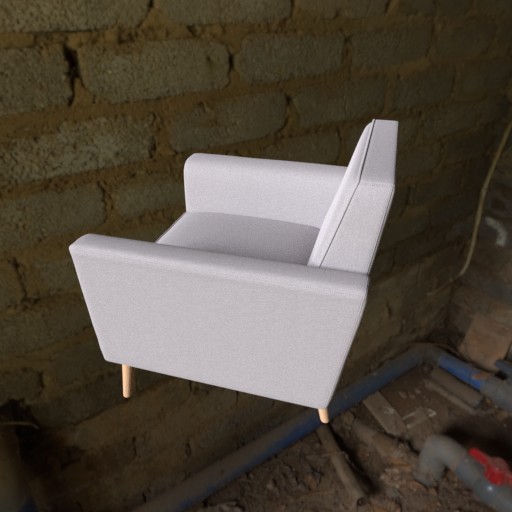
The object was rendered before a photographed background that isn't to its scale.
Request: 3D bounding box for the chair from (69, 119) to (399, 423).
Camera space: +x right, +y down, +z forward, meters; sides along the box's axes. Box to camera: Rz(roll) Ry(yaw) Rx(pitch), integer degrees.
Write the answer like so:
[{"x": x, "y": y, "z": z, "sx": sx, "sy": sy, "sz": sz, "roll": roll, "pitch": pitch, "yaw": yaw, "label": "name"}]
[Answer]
[{"x": 0.000, "y": 0.000, "z": 1.398, "sx": 0.750, "sy": 0.780, "sz": 0.780, "roll": 8, "pitch": 31, "yaw": 14, "label": "chair"}]
